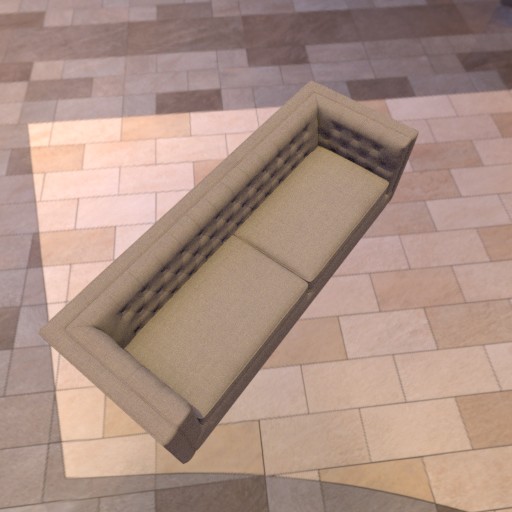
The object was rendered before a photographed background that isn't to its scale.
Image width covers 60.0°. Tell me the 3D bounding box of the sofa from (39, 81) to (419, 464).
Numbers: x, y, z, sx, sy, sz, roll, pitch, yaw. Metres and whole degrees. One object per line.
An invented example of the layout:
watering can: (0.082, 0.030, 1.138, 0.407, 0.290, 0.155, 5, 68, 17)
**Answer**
sofa: (0.000, 0.000, 2.582, 0.775, 0.762, 2.159, 33, 64, 19)
